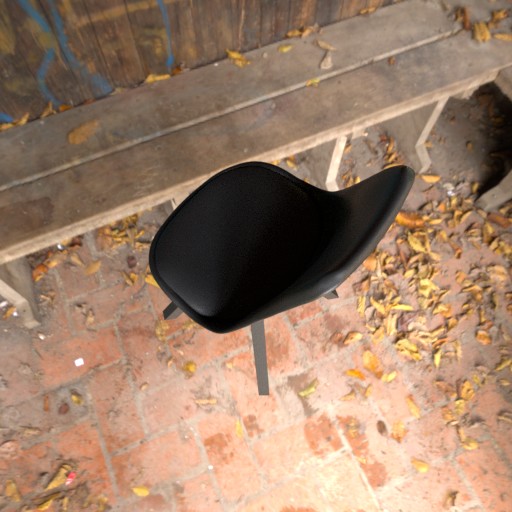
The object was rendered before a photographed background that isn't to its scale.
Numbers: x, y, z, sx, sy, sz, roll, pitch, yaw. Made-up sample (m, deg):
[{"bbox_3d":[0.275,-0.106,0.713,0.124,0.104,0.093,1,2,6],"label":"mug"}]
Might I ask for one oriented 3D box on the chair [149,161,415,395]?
[{"bbox_3d":[0.000,0.000,1.169,0.530,0.850,0.485,34,69,15],"label":"chair"}]
